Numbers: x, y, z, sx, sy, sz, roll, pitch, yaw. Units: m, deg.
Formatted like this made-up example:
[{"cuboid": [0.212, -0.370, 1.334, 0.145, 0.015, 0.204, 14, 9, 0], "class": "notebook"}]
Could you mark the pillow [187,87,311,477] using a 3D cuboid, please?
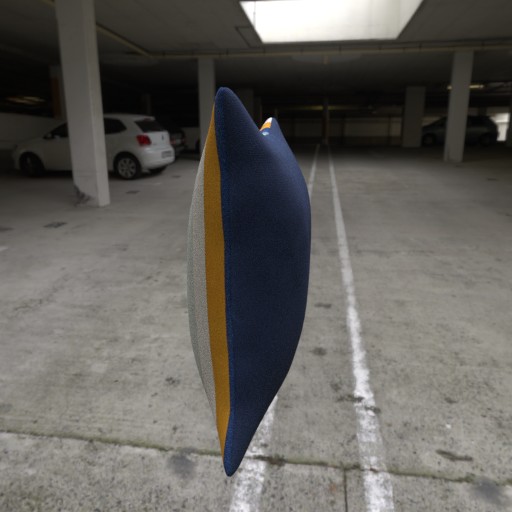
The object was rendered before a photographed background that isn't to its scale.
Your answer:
[{"cuboid": [0.000, 0.000, 0.711, 0.173, 0.454, 0.463, 2, 14, 8], "class": "pillow"}]
